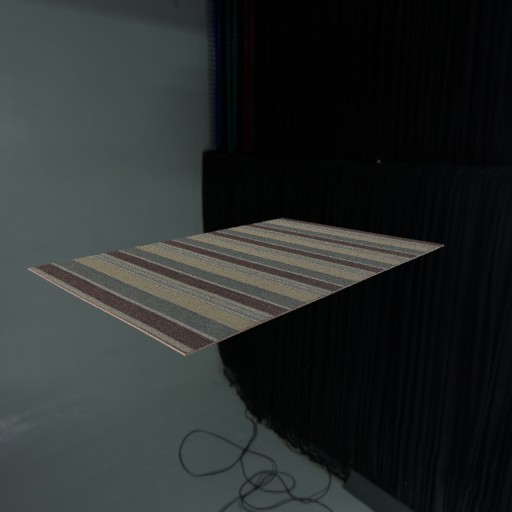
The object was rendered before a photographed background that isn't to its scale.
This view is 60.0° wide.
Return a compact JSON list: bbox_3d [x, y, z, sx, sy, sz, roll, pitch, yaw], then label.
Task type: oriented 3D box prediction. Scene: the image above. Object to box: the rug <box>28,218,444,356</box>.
[{"bbox_3d":[0.000,0.000,2.302,1.219,0.008,1.829,14,21,42],"label":"rug"}]
